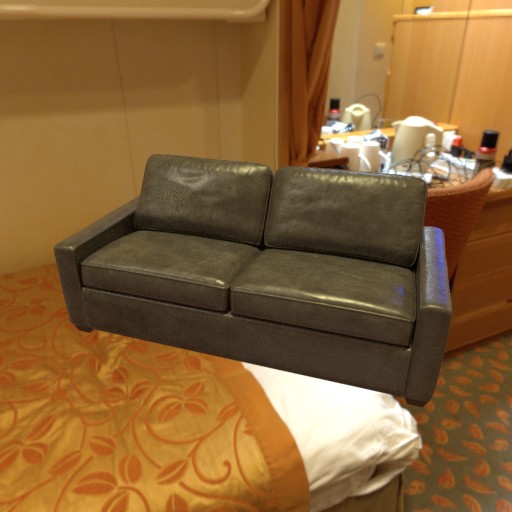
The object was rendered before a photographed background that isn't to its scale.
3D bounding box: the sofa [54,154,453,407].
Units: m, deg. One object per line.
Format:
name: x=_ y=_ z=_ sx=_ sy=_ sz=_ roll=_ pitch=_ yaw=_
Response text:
sofa: x=0.000 y=0.000 z=2.591 sx=2.081 sy=0.916 sz=0.939 roll=8 pitch=28 yaw=16
